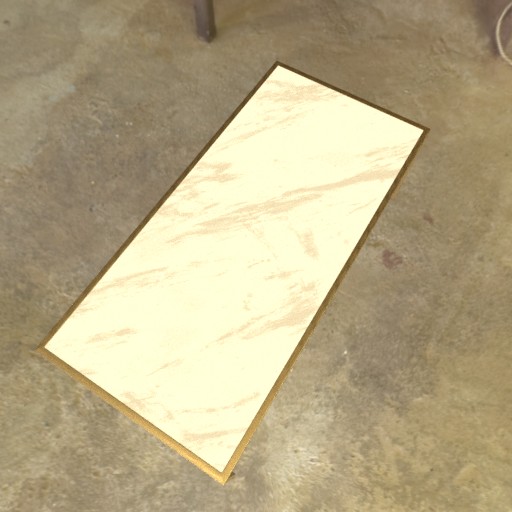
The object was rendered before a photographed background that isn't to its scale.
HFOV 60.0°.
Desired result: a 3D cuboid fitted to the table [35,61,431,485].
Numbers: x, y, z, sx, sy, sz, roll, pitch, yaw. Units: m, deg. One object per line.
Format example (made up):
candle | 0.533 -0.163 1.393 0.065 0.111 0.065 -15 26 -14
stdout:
table | 0.000 0.000 1.452 0.577 0.405 1.197 29 68 13
